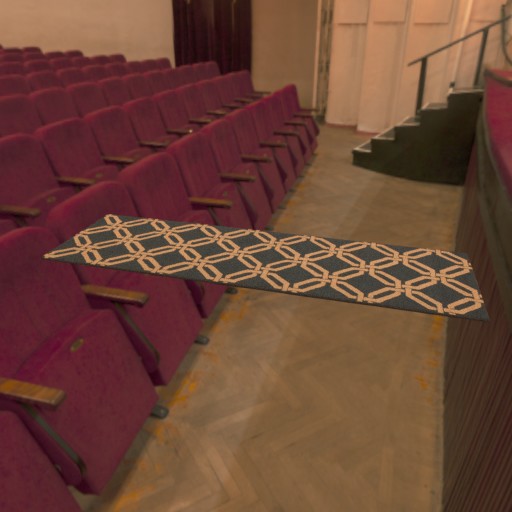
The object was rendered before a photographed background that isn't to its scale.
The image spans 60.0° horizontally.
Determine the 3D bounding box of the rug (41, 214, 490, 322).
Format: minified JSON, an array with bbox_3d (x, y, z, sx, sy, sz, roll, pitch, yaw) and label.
[{"bbox_3d":[0.000,0.000,2.465,2.276,0.014,0.678,7,28,14],"label":"rug"}]
